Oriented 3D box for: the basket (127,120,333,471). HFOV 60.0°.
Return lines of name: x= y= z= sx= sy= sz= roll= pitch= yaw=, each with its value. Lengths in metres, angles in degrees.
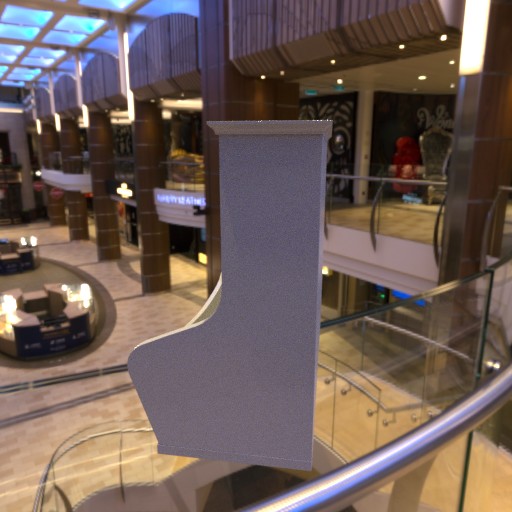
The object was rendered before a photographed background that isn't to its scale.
basket: x=0.000 y=0.000 z=1.107 sx=0.350 sy=0.600 sz=0.780 roll=2 pitch=14 yaw=9
